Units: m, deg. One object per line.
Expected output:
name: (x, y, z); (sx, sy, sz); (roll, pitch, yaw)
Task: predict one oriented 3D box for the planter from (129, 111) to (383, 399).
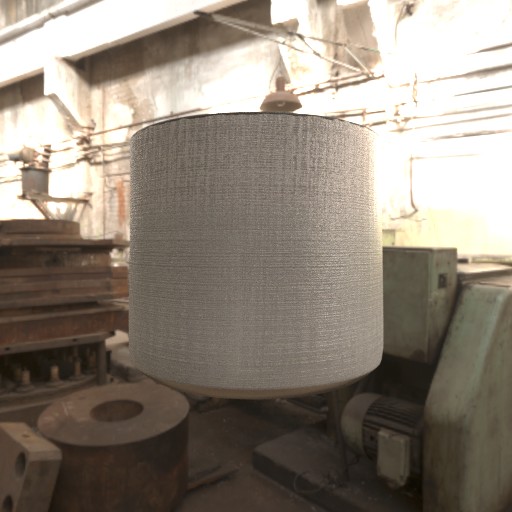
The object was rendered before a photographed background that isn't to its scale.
planter: (0.000, 0.000, 0.226); (0.125, 0.112, 0.125); (0, 1, 0)
